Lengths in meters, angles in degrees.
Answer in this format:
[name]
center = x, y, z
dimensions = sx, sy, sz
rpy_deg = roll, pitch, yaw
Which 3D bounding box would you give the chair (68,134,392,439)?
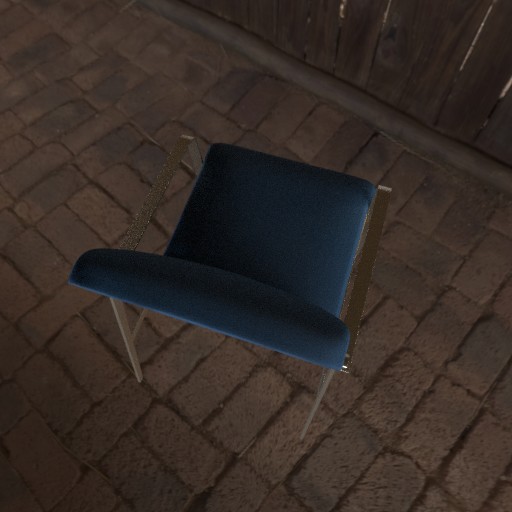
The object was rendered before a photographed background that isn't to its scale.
[chair]
center = 0.000, 0.000, 1.416
dimensions = 0.692, 0.831, 0.859
rpy_deg = 16, 63, 8
